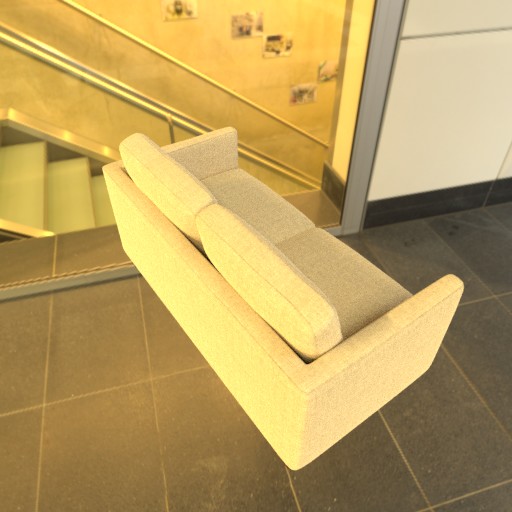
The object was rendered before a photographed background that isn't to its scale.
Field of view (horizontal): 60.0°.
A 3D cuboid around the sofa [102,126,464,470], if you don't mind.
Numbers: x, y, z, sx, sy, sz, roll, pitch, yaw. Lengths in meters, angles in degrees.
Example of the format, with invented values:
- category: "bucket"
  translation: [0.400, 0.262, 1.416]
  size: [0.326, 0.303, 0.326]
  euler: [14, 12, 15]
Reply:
- category: "sofa"
  translation: [0.000, 0.000, 2.442]
  size: [0.950, 0.963, 1.884]
  euler: [-26, 48, -26]
